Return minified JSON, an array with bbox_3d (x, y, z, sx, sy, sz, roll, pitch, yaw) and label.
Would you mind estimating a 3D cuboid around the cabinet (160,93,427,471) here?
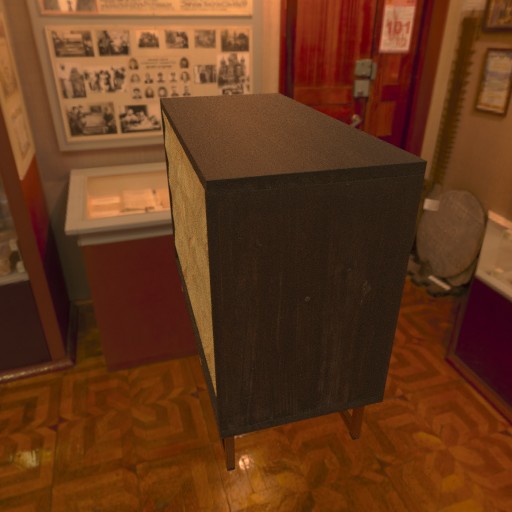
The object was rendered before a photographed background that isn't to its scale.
[{"bbox_3d":[0.000,0.000,1.444,0.451,0.860,0.950,-8,29,-14],"label":"cabinet"}]
